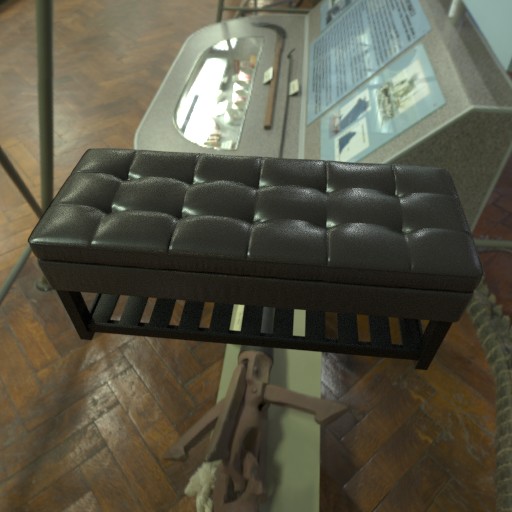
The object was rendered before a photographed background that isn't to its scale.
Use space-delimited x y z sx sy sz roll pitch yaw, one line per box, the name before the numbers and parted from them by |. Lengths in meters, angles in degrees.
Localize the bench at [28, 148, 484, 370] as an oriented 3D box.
bench | 0.000 0.000 1.343 1.105 0.460 0.432 4 46 4
